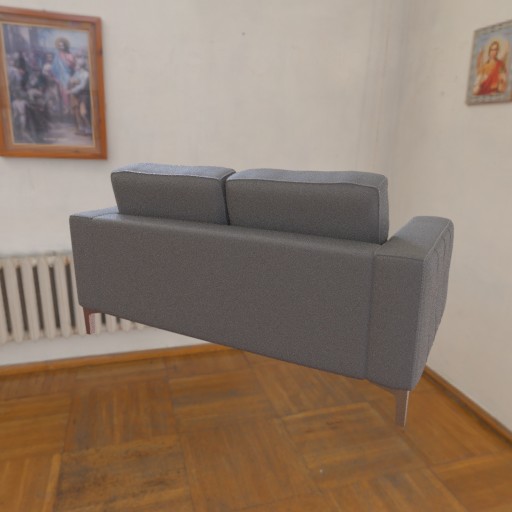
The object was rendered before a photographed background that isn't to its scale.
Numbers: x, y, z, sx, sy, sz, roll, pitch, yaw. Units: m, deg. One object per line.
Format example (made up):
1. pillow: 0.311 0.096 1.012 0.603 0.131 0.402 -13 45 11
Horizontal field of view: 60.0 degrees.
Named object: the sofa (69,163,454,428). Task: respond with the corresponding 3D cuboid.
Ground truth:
1. sofa: 0.000 0.000 2.196 1.726 0.892 0.833 8 17 27
